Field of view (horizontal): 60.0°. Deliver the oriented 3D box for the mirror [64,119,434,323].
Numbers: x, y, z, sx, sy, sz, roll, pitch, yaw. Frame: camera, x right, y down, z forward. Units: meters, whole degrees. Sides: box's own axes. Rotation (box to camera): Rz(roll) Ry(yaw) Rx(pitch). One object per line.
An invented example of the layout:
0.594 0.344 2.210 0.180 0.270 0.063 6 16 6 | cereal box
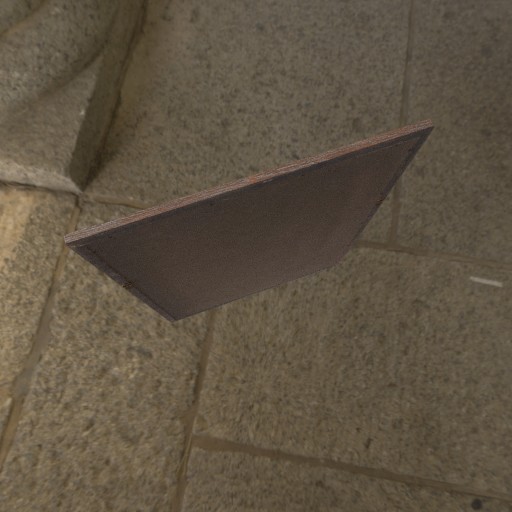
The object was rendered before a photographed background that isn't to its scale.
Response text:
0.000 0.000 1.280 0.705 0.996 0.025 -19 75 -5 | mirror
